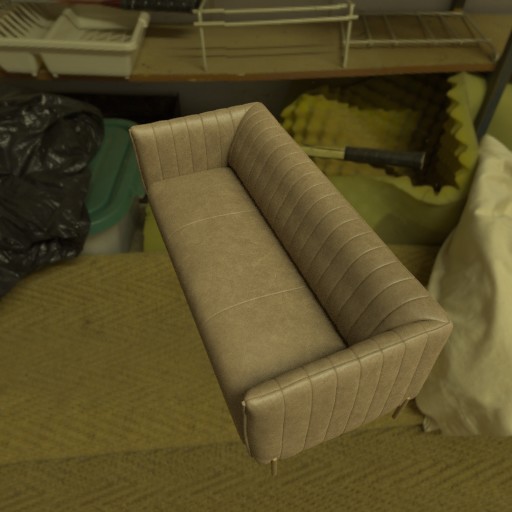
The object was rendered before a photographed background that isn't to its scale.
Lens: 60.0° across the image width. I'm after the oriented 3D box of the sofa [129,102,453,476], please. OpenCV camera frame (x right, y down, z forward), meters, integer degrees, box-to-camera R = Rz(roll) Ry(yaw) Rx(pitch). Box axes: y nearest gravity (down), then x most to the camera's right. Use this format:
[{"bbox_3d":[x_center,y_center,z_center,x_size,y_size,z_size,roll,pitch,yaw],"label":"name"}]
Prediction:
[{"bbox_3d":[0.000,0.000,2.435,0.876,0.779,1.980,-17,49,-15],"label":"sofa"}]
